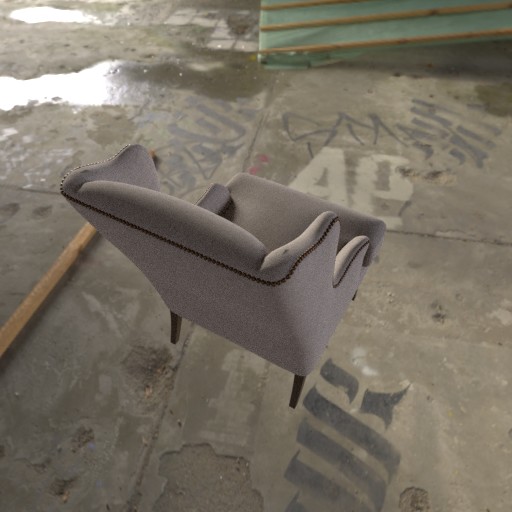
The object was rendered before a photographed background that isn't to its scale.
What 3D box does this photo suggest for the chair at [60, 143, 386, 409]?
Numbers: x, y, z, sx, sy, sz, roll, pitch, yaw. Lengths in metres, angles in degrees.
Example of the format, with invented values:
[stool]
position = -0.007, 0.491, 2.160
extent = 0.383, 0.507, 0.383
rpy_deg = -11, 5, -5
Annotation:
[chair]
position = 0.000, 0.000, 1.654
extent = 0.737, 1.029, 0.940
rpy_deg = 23, 50, 21
